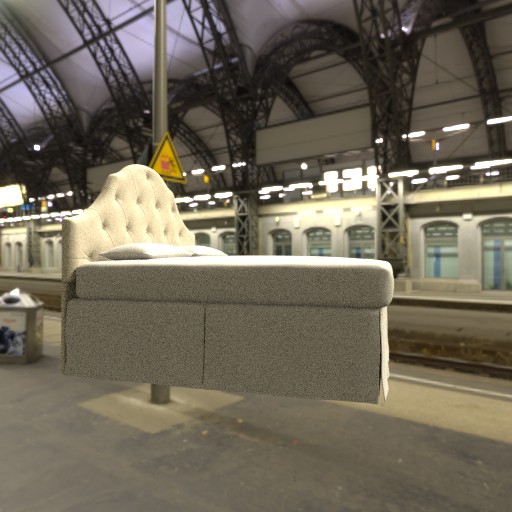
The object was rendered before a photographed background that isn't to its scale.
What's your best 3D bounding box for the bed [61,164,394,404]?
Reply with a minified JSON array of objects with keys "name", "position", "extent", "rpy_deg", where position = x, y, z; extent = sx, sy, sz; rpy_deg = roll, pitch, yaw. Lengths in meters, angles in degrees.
[{"name":"bed","position":[0.000,0.000,3.525],"extent":[2.086,1.555,2.012],"rpy_deg":[0,0,17]}]
